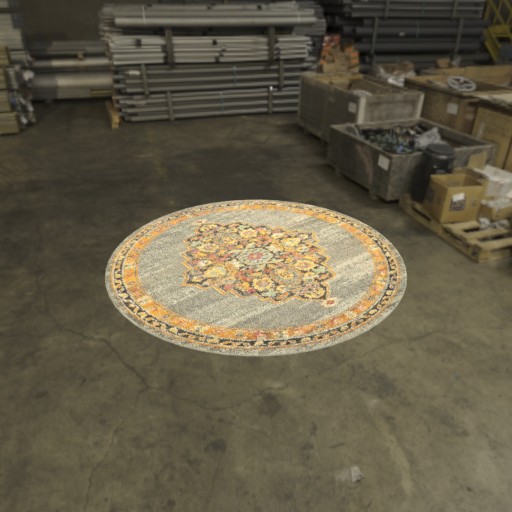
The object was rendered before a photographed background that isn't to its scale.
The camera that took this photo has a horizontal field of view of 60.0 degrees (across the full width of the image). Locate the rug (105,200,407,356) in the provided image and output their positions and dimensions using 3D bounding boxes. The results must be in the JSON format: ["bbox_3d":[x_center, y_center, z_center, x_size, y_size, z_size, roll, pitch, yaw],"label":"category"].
[{"bbox_3d":[0.000,0.000,2.446,1.598,0.010,1.598,0,30,0],"label":"rug"}]
